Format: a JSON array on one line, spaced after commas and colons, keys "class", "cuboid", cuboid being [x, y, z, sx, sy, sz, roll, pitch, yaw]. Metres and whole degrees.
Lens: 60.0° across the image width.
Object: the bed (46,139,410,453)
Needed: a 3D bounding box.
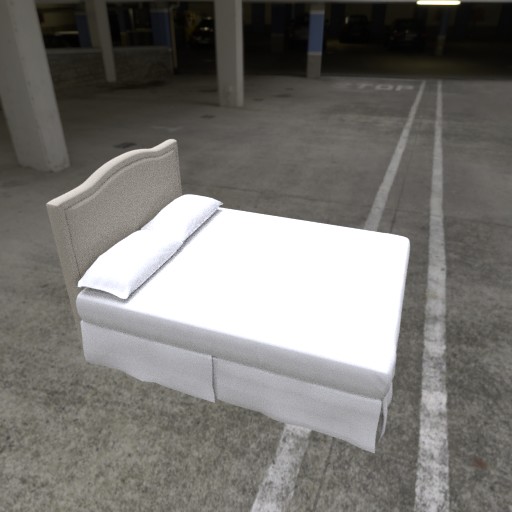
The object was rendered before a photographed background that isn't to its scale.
[{"class": "bed", "cuboid": [0.000, 0.000, 3.673, 2.477, 1.437, 1.977, 11, 32, 17]}]
